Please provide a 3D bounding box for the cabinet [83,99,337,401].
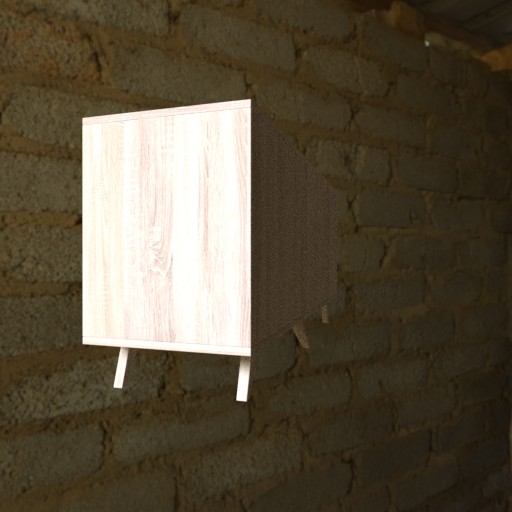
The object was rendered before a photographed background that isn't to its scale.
[{"bbox_3d":[0.000,0.000,1.958,0.500,0.780,1.650,0,0,18],"label":"cabinet"}]
